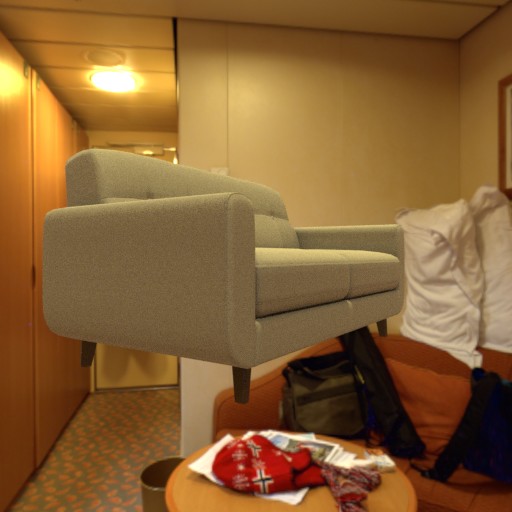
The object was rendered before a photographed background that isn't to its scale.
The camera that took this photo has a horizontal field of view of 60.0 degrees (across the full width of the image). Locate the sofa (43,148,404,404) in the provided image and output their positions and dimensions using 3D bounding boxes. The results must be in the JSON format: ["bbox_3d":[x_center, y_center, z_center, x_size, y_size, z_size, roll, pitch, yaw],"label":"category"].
[{"bbox_3d":[0.000,0.000,2.144,0.980,0.892,1.655,0,0,34],"label":"sofa"}]
